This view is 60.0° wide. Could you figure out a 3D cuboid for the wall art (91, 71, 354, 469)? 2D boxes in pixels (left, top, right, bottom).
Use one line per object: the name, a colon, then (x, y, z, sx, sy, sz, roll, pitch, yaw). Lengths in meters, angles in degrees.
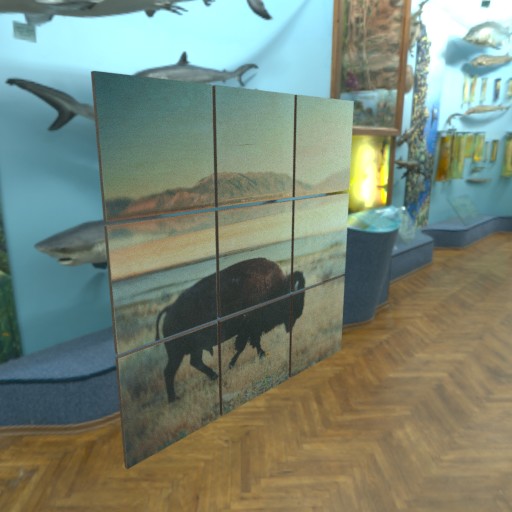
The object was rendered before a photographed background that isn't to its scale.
wall art: (0.000, 0.000, 1.283, 0.018, 0.904, 0.906, 14, 20, 43)
